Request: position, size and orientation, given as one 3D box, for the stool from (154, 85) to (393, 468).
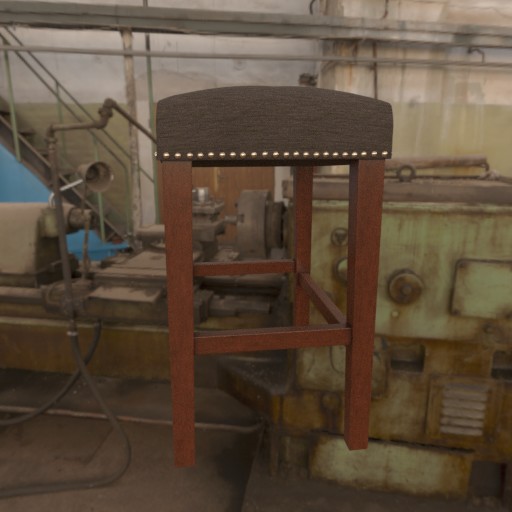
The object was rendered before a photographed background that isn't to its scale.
[{"bbox_3d":[0.000,0.000,0.967,0.372,0.654,0.504,-2,15,-8],"label":"stool"}]
